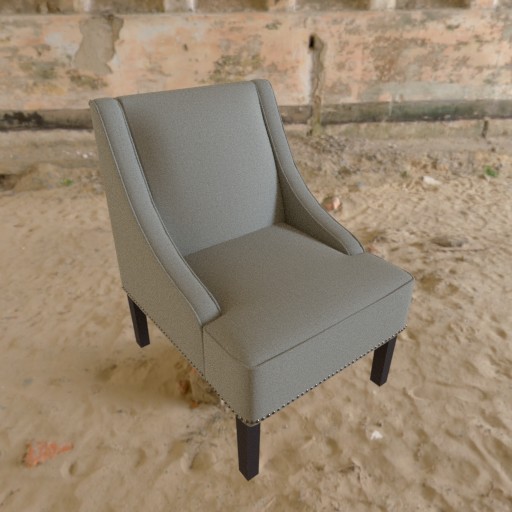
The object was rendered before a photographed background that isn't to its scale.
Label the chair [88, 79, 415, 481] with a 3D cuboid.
[{"bbox_3d":[0.000,0.000,1.323,0.610,0.864,0.737,-21,36,-32],"label":"chair"}]
